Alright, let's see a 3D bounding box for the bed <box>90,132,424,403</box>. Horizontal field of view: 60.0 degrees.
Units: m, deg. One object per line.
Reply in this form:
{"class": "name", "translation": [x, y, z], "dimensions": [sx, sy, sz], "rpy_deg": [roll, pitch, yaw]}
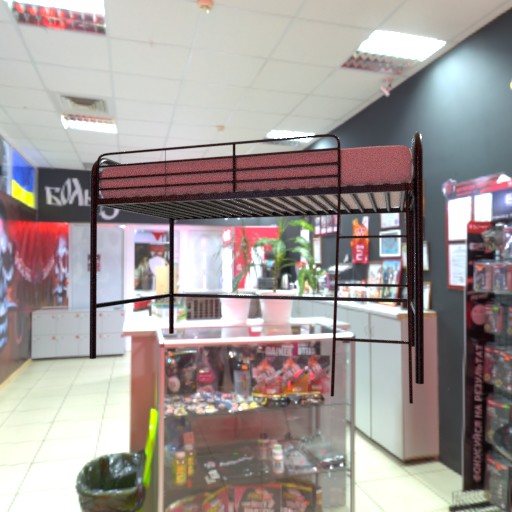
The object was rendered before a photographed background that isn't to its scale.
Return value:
{"class": "bed", "translation": [0.000, 0.000, 2.836], "dimensions": [1.968, 1.289, 1.393], "rpy_deg": [0, -1, 17]}
